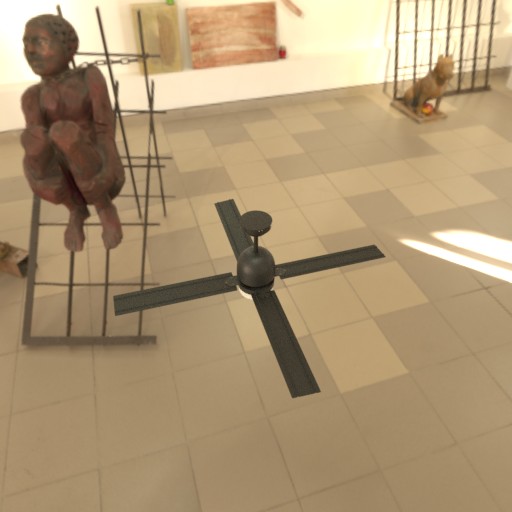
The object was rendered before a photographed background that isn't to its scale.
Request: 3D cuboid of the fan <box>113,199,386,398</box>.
[{"bbox_3d":[0.000,0.000,2.027,1.319,0.410,1.319,-12,43,-13],"label":"fan"}]
